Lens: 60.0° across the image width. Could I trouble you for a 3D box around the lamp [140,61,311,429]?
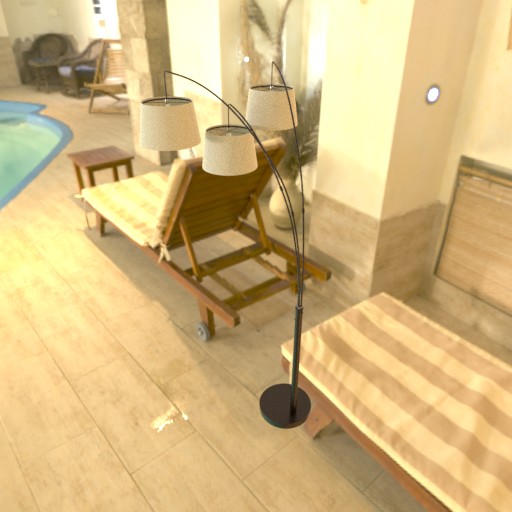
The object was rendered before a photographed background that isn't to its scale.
[{"bbox_3d":[0.000,0.000,2.526,0.951,1.950,0.924,-19,35,-30],"label":"lamp"}]
